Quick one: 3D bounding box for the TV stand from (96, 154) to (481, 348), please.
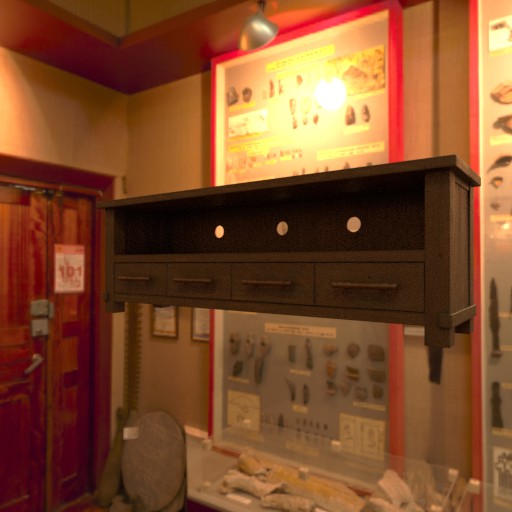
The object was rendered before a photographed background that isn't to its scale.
[{"bbox_3d":[0.000,0.000,2.108,1.866,0.615,0.471,-1,-1,36],"label":"TV stand"}]
